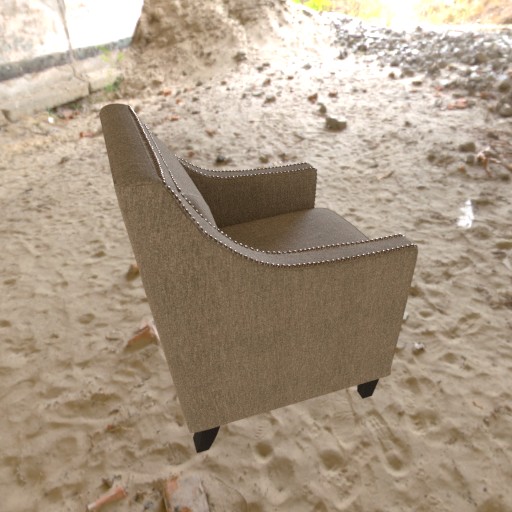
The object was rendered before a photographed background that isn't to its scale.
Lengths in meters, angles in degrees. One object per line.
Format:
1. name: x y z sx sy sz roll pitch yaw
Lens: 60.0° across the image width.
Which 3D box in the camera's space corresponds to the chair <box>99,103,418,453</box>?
1. chair: 0.000 0.000 1.591 0.884 0.967 0.776 -11 33 -16
